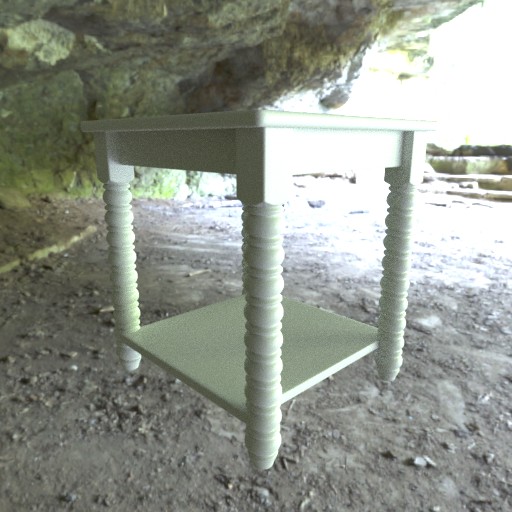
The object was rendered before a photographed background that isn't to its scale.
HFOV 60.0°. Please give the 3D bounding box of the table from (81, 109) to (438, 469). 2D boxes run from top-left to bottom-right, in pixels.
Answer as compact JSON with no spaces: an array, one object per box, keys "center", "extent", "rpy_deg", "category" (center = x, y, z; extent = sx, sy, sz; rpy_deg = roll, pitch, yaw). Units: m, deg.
[{"center":[0.000,0.000,0.965],"extent":[0.500,0.563,0.533],"rpy_deg":[-14,20,-42],"category":"table"}]
